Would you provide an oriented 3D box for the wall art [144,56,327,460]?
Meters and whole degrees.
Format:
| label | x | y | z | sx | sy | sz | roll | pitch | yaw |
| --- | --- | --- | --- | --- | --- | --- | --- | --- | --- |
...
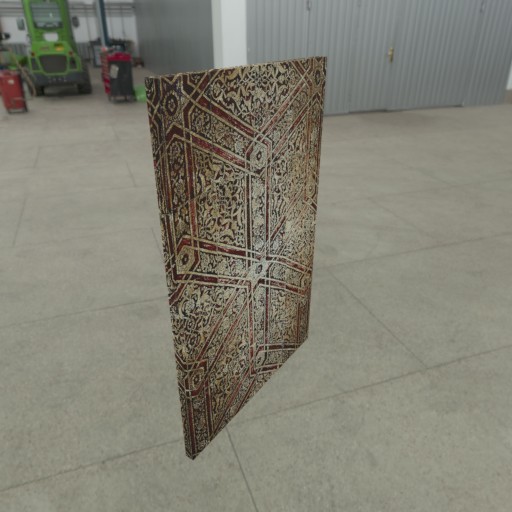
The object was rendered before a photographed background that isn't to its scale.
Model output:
| label | x | y | z | sx | sy | sz | roll | pitch | yaw |
| --- | --- | --- | --- | --- | --- | --- | --- | --- | --- |
| wall art | 0.000 | 0.000 | 1.137 | 0.030 | 0.904 | 0.599 | 18 | 33 | 30 |
